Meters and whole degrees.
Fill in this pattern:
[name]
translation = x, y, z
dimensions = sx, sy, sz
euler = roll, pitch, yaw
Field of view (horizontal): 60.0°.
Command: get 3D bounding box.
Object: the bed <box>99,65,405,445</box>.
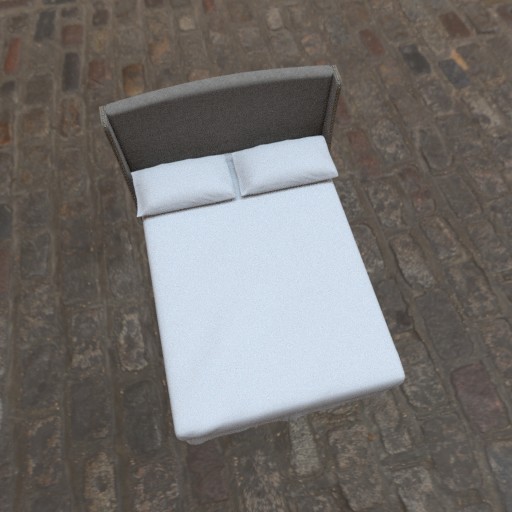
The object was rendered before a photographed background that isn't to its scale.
[bed]
translation = 0.000, 0.000, 3.259
dimensions = 1.710, 1.407, 2.237
euler = -12, 66, -6
